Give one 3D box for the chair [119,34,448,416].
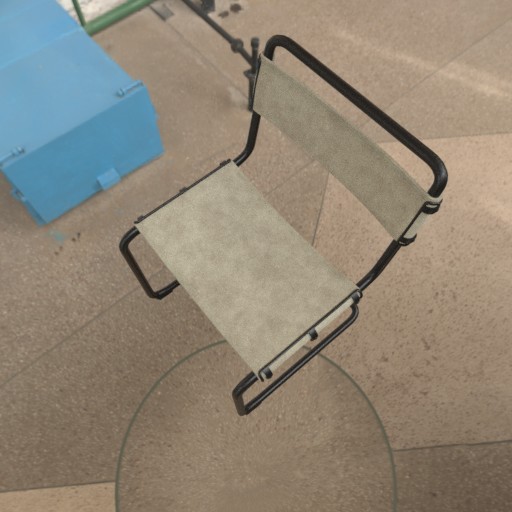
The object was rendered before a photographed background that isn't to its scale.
[{"bbox_3d":[0.000,0.000,1.080,0.497,0.747,0.499,-36,69,-16],"label":"chair"}]
